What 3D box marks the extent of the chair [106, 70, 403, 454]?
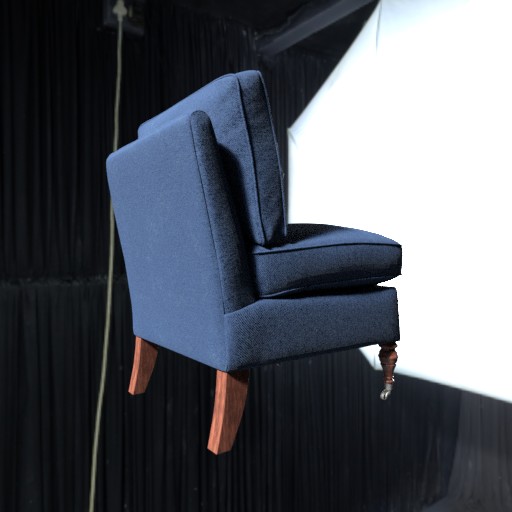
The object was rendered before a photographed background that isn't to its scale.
[{"bbox_3d":[0.000,0.000,1.660,0.912,1.052,0.724,0,0,-36],"label":"chair"}]
